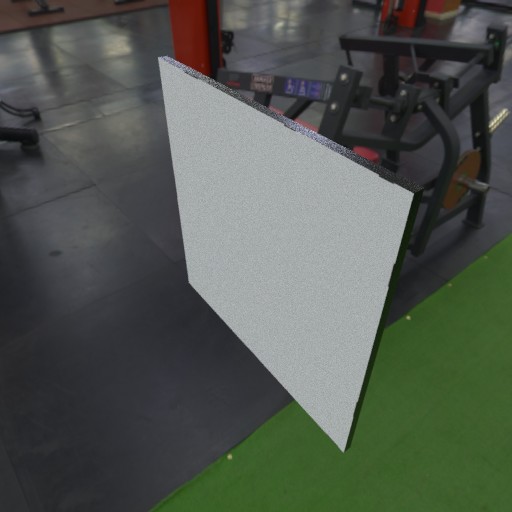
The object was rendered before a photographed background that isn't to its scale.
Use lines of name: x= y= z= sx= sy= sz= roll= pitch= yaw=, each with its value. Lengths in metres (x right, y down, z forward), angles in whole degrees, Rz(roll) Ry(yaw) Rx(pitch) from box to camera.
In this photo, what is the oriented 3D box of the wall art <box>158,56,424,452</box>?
wall art: x=0.000 y=0.000 z=0.642 sx=0.014 sy=0.445 sz=0.446 roll=-26 pitch=47 yaw=-27
